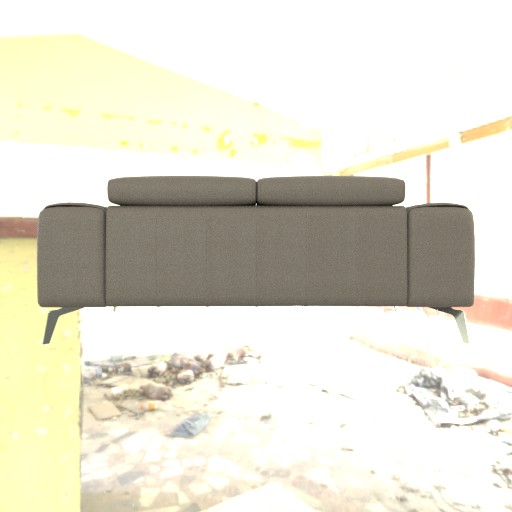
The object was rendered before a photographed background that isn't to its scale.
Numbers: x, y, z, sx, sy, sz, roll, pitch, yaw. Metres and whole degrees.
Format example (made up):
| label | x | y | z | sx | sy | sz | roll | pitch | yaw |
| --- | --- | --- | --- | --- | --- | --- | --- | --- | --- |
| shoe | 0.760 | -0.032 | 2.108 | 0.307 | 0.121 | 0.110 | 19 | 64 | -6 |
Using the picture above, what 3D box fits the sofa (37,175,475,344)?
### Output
| label | x | y | z | sx | sy | sz | roll | pitch | yaw |
| --- | --- | --- | --- | --- | --- | --- | --- | --- | --- |
| sofa | 0.000 | 0.000 | 2.431 | 1.930 | 0.753 | 1.024 | 0 | 1 | 0 |
